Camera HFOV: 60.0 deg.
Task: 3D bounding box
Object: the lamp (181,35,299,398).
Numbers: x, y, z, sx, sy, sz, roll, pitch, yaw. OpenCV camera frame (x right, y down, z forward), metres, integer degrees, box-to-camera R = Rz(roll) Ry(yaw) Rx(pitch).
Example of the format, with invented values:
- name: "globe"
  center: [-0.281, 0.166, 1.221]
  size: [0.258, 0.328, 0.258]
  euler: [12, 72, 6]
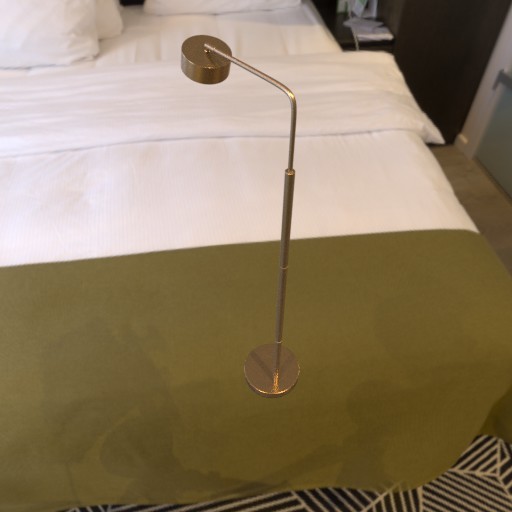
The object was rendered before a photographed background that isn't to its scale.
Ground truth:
- name: "lamp"
  center: [0.000, 0.000, 1.394]
  size: [0.219, 1.230, 0.418]
  euler: [-31, 55, -25]
